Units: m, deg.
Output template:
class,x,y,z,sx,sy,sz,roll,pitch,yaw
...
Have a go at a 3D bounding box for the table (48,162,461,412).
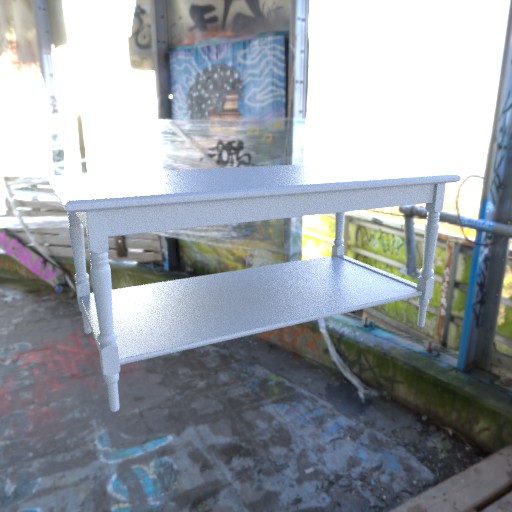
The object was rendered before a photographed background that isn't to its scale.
class,x,y,z,sx,sy,sz,roll,pitch,yaw
table,0.000,0.000,1.397,1.109,0.506,0.551,-8,18,-26
